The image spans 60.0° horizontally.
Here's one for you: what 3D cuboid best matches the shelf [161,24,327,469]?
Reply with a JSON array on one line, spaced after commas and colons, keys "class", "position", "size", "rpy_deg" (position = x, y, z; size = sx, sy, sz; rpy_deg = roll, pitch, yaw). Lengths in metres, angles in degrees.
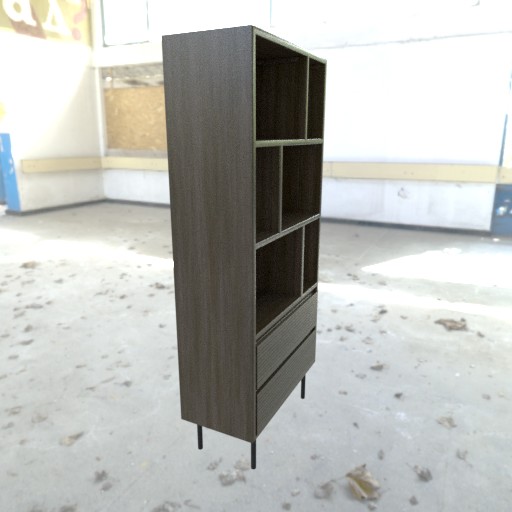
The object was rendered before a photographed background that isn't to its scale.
[{"class": "shelf", "position": [0.000, 0.000, 1.798], "size": [0.323, 1.545, 0.670], "rpy_deg": [8, 17, 26]}]
